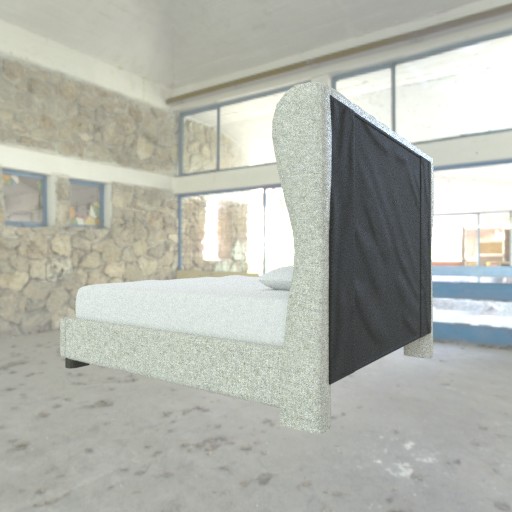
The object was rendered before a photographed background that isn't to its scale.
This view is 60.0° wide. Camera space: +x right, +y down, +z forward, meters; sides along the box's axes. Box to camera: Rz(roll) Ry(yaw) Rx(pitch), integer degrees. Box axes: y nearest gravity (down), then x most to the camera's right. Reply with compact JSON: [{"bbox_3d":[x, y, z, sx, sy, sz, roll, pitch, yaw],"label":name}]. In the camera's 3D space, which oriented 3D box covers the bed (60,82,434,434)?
[{"bbox_3d":[0.000,0.000,3.726,2.347,1.771,2.219,0,0,36],"label":"bed"}]
